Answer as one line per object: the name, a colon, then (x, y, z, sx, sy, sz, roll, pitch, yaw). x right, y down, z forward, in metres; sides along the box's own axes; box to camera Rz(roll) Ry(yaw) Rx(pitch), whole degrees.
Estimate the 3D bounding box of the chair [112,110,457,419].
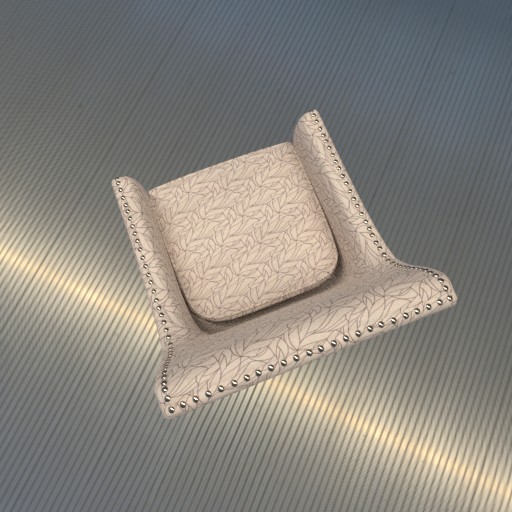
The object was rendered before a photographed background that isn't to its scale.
chair: (0.000, 0.000, 1.285, 0.623, 0.816, 0.651, -20, 76, -5)
